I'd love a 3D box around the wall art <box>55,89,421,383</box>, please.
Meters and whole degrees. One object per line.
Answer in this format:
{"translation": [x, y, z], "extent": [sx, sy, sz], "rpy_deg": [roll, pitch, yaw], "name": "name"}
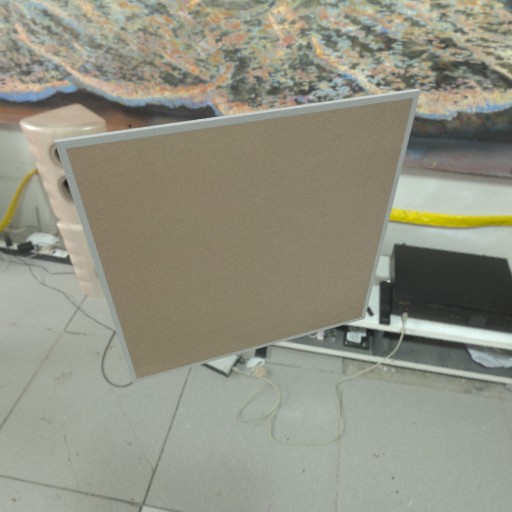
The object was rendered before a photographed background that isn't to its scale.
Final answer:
{"translation": [0.000, 0.000, 0.681], "extent": [0.456, 0.456, 0.007], "rpy_deg": [-13, 43, -14], "name": "wall art"}
